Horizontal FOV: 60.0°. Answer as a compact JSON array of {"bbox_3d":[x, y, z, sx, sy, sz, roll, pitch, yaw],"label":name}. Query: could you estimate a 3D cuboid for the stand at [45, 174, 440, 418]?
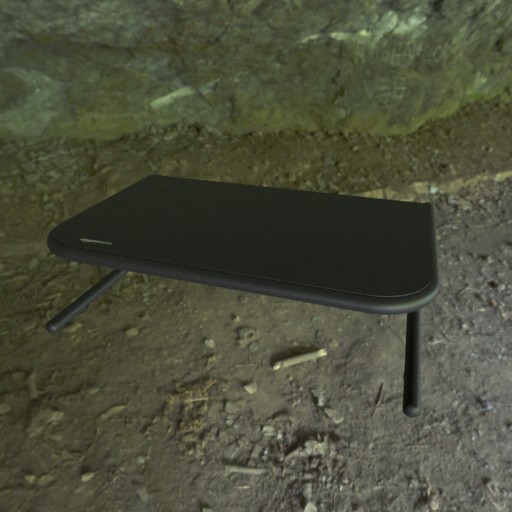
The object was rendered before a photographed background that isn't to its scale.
[{"bbox_3d":[0.000,0.000,0.503,0.370,0.108,0.280,9,28,16],"label":"stand"}]
